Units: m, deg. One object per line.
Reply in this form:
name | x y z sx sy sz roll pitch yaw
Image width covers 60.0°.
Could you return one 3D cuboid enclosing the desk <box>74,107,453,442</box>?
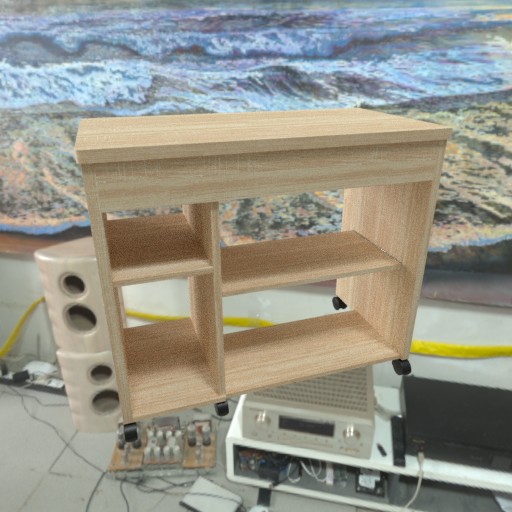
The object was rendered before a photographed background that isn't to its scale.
desk | 0.000 0.000 1.328 0.884 0.770 0.480 -8 26 -17
